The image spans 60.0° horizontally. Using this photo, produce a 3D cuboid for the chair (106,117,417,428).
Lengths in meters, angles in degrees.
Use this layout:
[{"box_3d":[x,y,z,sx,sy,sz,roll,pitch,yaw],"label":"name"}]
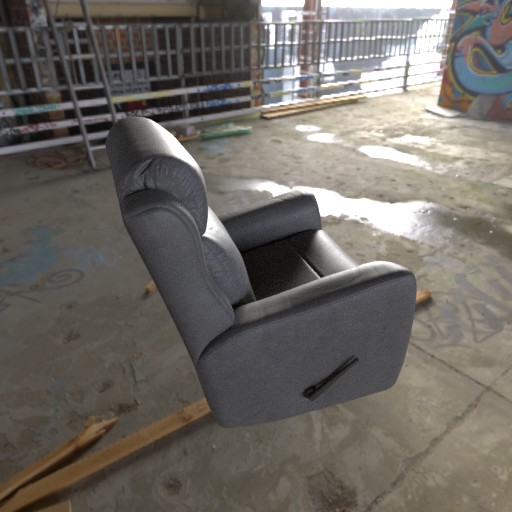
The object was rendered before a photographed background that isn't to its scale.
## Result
[{"box_3d":[0.000,0.000,1.904,1.068,1.116,0.967,-10,31,-17],"label":"chair"}]
